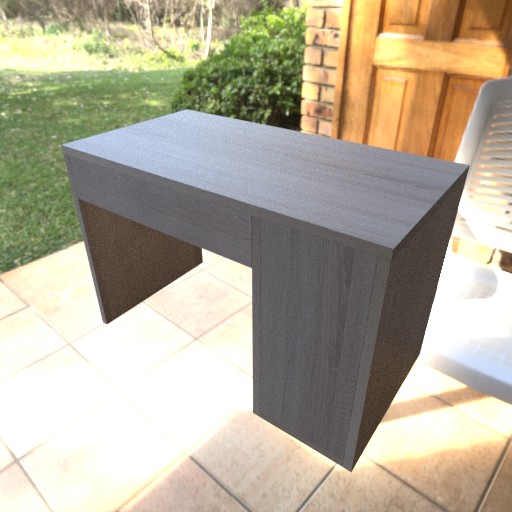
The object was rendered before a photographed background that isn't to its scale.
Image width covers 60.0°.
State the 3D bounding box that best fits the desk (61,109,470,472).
[{"bbox_3d":[0.000,0.000,1.535,1.100,0.731,0.600,21,37,30],"label":"desk"}]
